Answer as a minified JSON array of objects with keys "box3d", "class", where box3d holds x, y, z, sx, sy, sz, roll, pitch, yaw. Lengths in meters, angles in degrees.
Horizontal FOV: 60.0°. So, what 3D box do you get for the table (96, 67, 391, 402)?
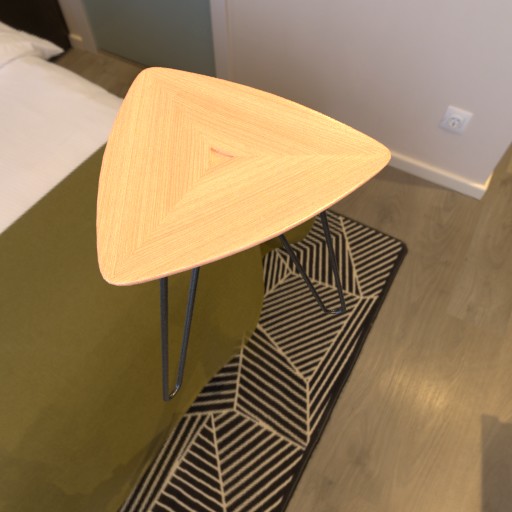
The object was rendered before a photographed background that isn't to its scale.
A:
[{"box3d":[0.000,0.000,0.898,0.455,0.564,0.442,-1,58,-1],"class":"table"}]
